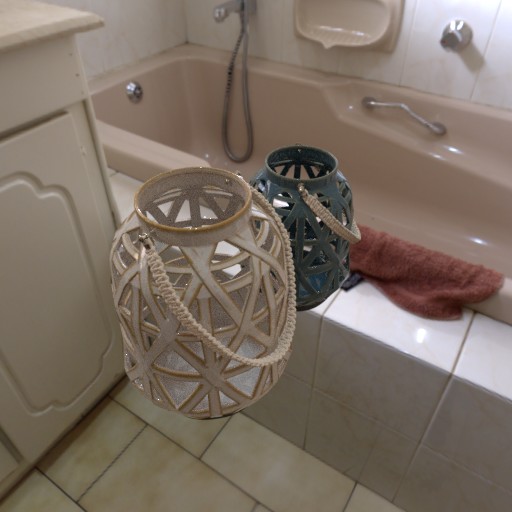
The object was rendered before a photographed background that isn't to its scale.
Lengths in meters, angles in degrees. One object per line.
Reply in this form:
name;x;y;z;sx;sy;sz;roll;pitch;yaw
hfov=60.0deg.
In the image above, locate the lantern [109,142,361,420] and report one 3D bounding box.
lantern;0.000;0.000;0.634;0.245;0.307;0.439;25;46;26
